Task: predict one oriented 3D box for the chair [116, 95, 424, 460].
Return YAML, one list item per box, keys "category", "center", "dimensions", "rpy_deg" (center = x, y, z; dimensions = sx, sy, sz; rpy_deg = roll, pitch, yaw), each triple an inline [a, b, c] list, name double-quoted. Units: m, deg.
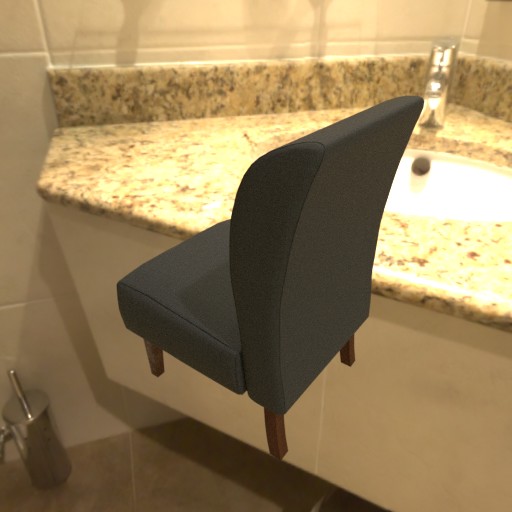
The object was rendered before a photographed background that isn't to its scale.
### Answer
- category: "chair"
  center: [0.000, 0.000, 1.155]
  dimensions: [0.592, 0.804, 0.513]
  rpy_deg: [21, 37, 30]
